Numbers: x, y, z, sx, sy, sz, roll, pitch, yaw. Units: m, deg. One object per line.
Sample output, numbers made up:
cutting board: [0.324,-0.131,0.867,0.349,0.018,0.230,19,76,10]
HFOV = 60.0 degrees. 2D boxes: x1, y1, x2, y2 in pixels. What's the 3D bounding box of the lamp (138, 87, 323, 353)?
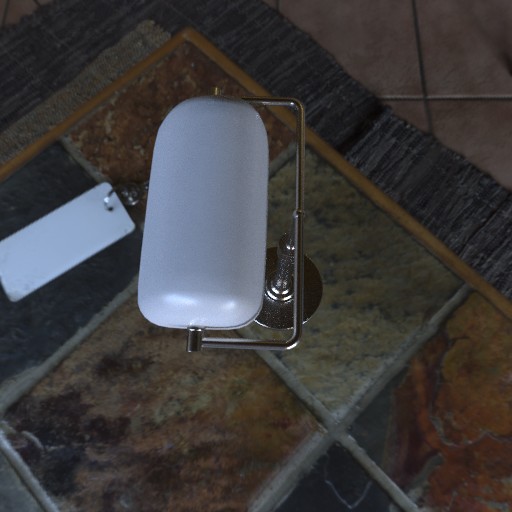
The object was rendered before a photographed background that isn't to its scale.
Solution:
lamp: [0.000,0.000,0.574,0.227,0.404,0.269,2,74,1]
